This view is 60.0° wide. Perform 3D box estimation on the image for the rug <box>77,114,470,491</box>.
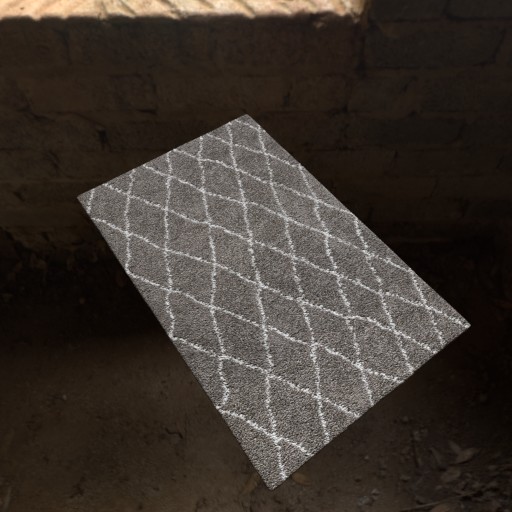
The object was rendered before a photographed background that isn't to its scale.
[{"bbox_3d":[0.000,0.000,3.449,1.778,0.030,2.743,-32,63,-18],"label":"rug"}]
